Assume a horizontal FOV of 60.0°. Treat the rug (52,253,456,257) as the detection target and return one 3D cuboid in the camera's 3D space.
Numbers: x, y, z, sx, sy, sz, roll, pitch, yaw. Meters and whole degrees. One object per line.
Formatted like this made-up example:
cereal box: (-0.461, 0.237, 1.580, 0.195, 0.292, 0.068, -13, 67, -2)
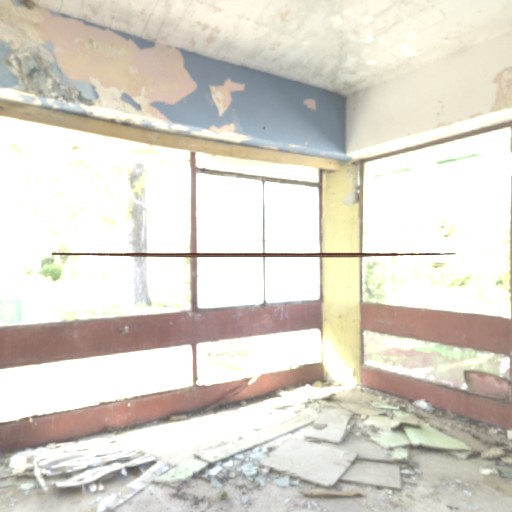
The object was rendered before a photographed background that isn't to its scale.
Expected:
rug: (0.000, 0.000, 4.131, 2.387, 0.013, 3.053, 0, 0, 1)
